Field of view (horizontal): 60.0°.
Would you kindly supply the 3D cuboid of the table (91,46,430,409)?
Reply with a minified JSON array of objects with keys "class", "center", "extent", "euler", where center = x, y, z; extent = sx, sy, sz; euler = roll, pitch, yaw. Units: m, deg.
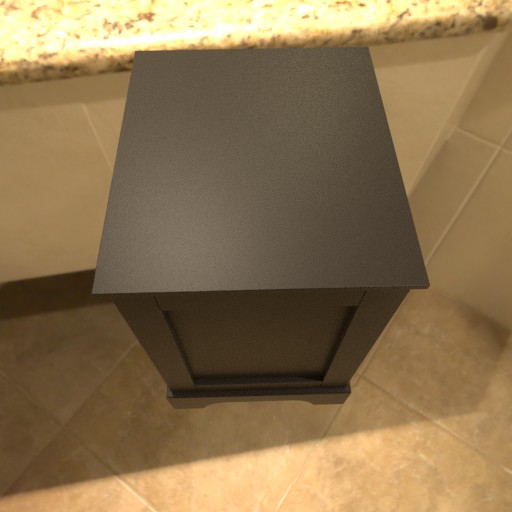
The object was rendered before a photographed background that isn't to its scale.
[{"class":"table","center":[0.000,0.000,0.898],"extent":[0.399,0.610,0.460],"euler":[-1,59,-1]}]
